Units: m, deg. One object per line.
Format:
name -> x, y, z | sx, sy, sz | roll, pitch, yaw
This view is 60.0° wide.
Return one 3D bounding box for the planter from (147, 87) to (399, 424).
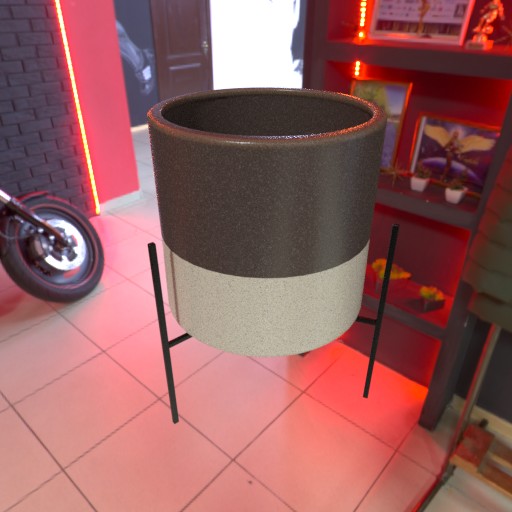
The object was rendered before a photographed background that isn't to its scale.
planter -> 0.000, 0.000, 0.536 | 0.250, 0.353, 0.260 | -8, 32, -14
